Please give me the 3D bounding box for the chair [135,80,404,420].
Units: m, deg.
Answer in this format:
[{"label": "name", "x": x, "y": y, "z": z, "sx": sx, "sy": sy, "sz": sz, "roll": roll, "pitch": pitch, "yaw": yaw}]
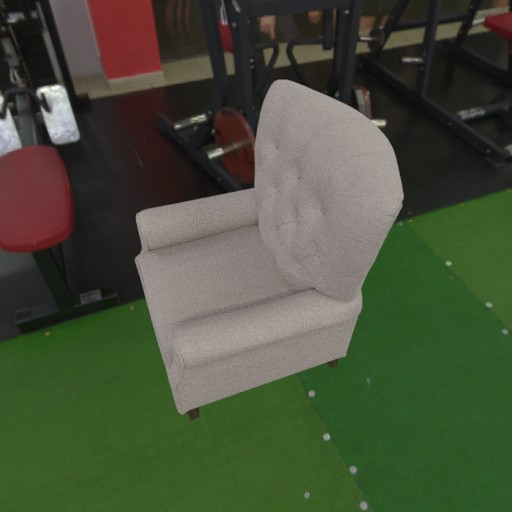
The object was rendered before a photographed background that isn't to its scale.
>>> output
[{"label": "chair", "x": 0.000, "y": 0.000, "z": 1.976, "sx": 1.025, "sy": 1.209, "sz": 0.942, "roll": -15, "pitch": 48, "yaw": -14}]
